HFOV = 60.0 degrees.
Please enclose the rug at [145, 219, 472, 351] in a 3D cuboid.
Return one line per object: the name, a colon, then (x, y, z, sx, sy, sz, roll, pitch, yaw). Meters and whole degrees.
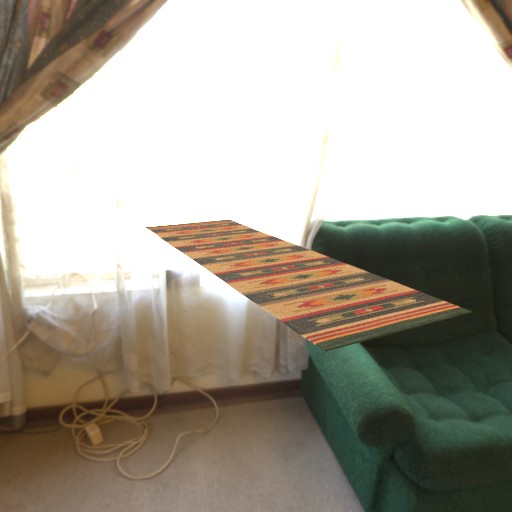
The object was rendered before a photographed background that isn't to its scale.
rug: (0.000, 0.000, 2.726, 0.760, 0.009, 2.440, -8, 17, -27)
